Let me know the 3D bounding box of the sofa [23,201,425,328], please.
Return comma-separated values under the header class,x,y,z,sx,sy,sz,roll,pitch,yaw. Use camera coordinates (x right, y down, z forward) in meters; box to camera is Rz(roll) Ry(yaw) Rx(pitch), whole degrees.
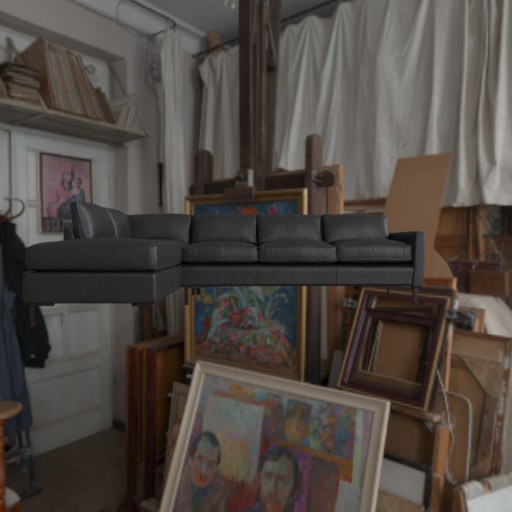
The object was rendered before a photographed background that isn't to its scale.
class,x,y,z,sx,sy,sz,roll,pitch,yaw
sofa,0.000,0.000,3.777,2.984,0.877,1.938,0,2,0
